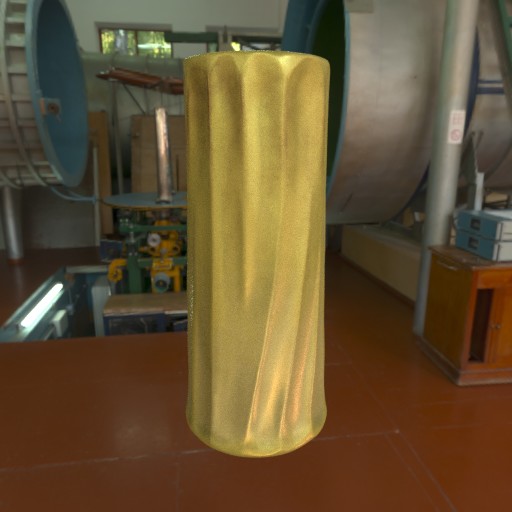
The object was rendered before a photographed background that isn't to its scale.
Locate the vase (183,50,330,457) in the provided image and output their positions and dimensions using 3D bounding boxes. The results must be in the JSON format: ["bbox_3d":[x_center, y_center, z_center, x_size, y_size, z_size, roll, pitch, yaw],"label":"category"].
[{"bbox_3d":[0.000,0.000,0.177,0.061,0.143,0.061,0,15,0],"label":"vase"}]
